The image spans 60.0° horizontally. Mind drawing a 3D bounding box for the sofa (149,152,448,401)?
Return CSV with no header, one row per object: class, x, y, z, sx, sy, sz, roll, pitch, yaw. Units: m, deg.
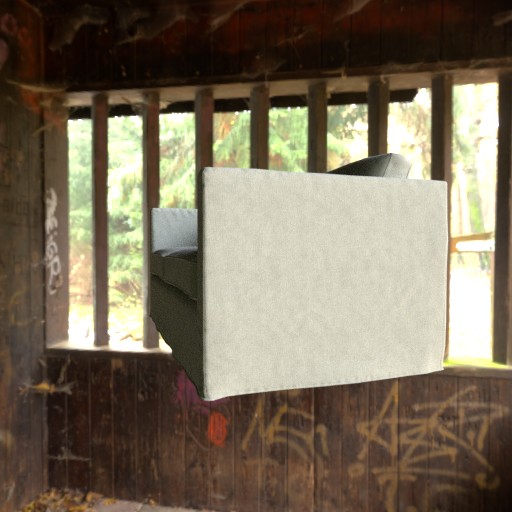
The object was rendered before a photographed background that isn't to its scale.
sofa,0.000,0.000,2.282,0.944,0.830,1.727,0,1,-19
